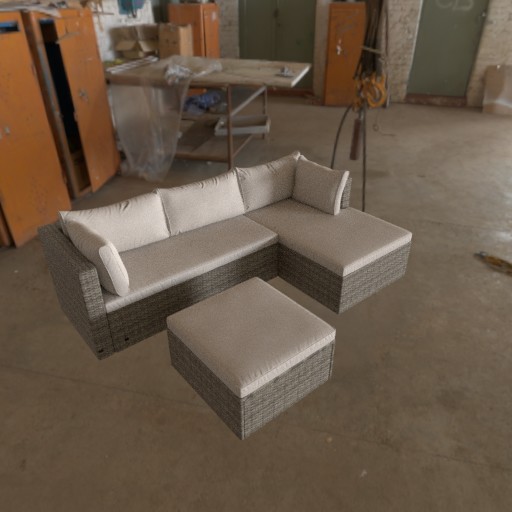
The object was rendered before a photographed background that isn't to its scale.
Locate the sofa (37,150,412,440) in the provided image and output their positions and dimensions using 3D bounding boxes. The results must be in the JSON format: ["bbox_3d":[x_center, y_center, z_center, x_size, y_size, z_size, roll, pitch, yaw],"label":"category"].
[{"bbox_3d":[0.000,0.000,2.944,2.192,0.766,1.662,-23,38,-33],"label":"sofa"}]
